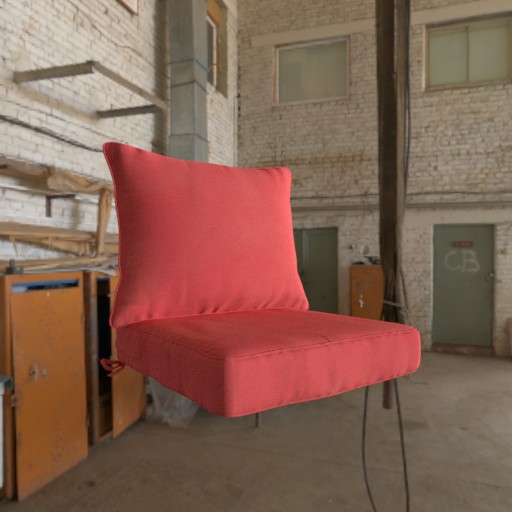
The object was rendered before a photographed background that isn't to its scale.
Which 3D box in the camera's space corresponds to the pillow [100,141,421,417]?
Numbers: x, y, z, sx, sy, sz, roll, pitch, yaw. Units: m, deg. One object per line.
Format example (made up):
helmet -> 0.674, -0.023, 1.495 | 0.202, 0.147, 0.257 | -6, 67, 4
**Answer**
pillow -> 0.000, 0.000, 1.375 | 0.798, 0.725, 0.733 | 0, 0, -36
